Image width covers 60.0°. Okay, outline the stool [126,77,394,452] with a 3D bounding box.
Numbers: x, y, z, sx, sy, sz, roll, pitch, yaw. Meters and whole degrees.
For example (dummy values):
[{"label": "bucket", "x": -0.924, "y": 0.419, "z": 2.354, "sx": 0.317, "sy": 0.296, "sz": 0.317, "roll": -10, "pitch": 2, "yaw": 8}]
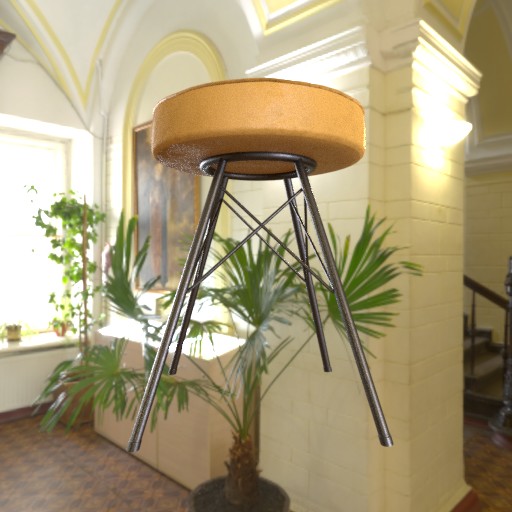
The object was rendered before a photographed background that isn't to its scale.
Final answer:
[{"label": "stool", "x": 0.000, "y": 0.000, "z": 0.910, "sx": 0.438, "sy": 0.595, "sz": 0.472, "roll": 0, "pitch": 0, "yaw": -1}]
